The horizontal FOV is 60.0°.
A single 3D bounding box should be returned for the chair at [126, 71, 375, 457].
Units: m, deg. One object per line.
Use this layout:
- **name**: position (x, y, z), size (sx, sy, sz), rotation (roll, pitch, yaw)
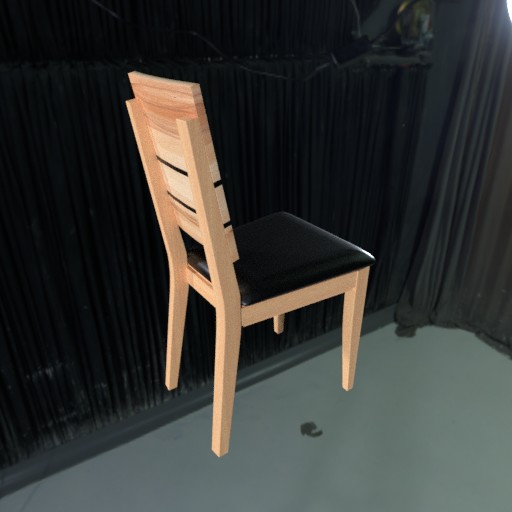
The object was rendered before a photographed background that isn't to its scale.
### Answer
- **chair**: position (0.000, 0.000, 1.215), size (0.520, 0.940, 0.410), rotation (-18, 32, -31)
